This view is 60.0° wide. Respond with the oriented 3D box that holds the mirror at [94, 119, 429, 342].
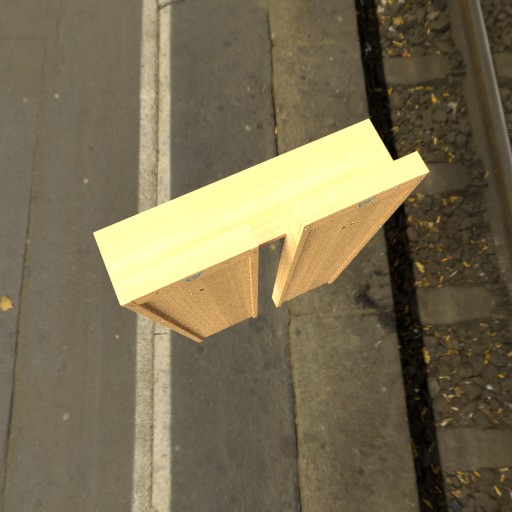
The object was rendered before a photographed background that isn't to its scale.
[{"bbox_3d":[0.000,0.000,1.556,0.800,1.250,0.260,-24,77,-6],"label":"mirror"}]
